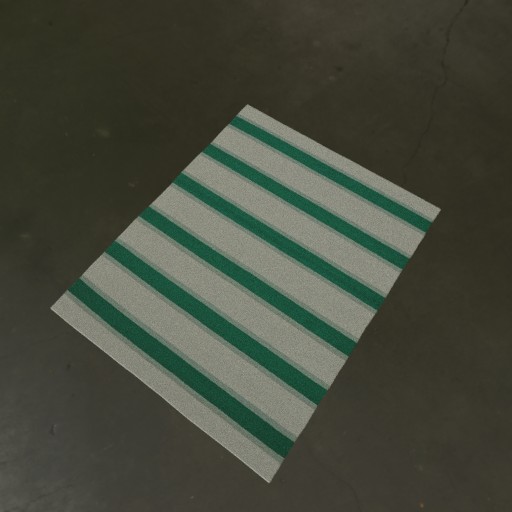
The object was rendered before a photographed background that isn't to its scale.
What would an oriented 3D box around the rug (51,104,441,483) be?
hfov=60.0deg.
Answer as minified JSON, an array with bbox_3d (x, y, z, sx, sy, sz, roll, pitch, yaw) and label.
[{"bbox_3d":[0.000,0.000,4.255,2.434,0.019,3.041,33,68,15],"label":"rug"}]
